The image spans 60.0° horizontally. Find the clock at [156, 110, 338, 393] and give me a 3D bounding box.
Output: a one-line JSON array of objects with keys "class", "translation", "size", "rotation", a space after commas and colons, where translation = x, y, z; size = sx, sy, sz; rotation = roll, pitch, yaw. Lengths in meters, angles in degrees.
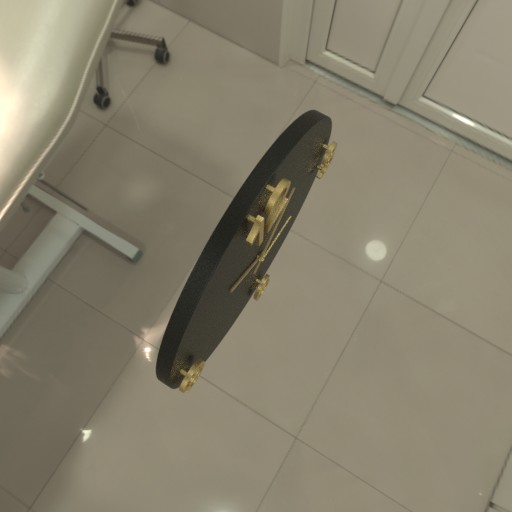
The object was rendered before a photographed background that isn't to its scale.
[{"class": "clock", "translation": [0.000, 0.000, 0.679], "size": [0.038, 0.454, 0.454], "rotation": [30, 76, 8]}]
